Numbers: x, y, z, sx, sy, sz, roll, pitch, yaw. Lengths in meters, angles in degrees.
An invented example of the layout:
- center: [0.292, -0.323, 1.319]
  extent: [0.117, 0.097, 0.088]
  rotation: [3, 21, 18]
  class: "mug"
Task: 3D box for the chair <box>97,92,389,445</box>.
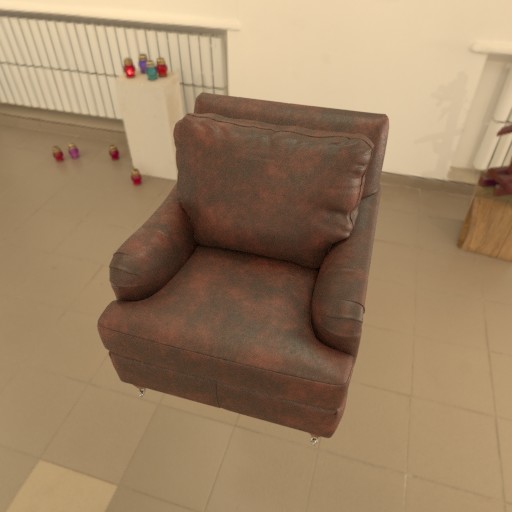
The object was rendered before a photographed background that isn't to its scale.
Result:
- center: [0.000, 0.000, 1.954]
  extent: [0.987, 1.051, 1.156]
  rotation: [11, 44, 12]
  class: "chair"
